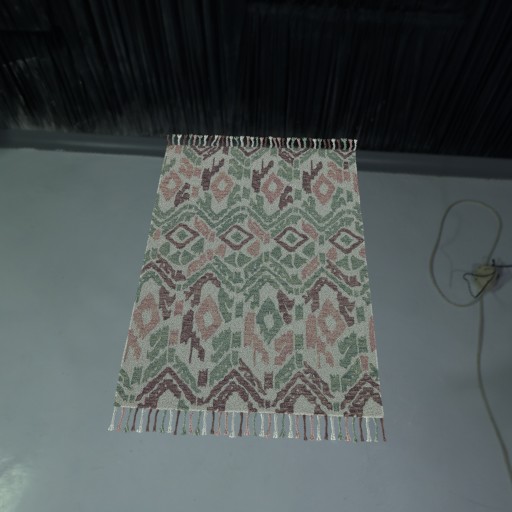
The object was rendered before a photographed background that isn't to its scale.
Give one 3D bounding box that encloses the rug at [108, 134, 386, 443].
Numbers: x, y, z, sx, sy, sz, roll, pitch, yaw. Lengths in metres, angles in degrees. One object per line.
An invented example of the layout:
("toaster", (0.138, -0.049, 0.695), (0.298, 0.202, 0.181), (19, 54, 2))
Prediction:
("rug", (0.000, 0.000, 2.364), (1.219, 0.010, 1.829), (2, 58, 1))
